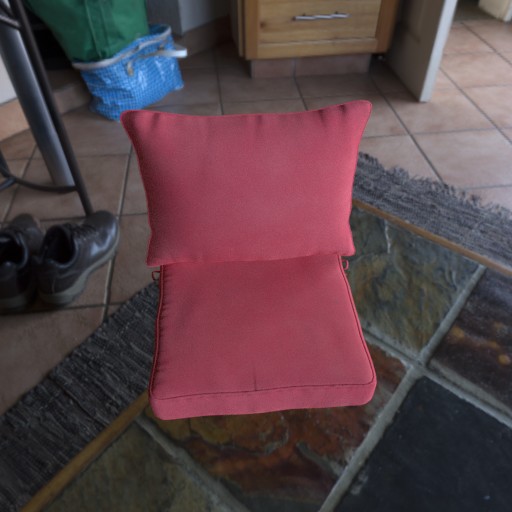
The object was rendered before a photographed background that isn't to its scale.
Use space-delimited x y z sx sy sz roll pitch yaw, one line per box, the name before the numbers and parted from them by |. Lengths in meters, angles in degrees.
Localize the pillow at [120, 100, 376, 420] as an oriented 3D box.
pillow | 0.000 0.000 1.391 0.798 0.725 0.733 -3 45 -3
